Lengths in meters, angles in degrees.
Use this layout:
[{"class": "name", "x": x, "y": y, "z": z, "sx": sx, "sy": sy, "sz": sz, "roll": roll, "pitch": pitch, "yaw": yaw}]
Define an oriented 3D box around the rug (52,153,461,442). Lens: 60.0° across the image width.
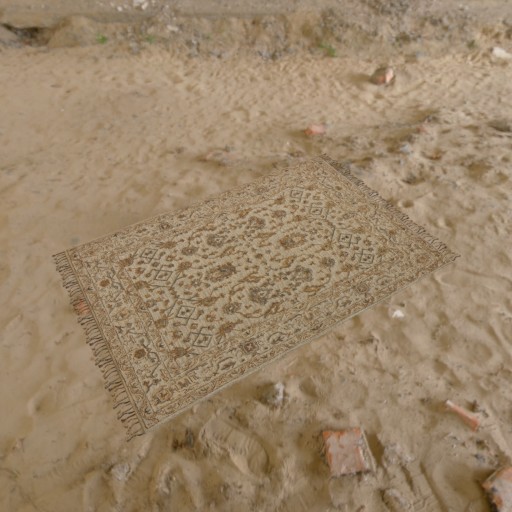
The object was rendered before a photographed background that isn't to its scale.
[{"class": "rug", "x": 0.000, "y": 0.000, "z": 3.084, "sx": 2.434, "sy": 0.027, "sz": 1.529, "roll": -24, "pitch": 51, "yaw": -21}]
